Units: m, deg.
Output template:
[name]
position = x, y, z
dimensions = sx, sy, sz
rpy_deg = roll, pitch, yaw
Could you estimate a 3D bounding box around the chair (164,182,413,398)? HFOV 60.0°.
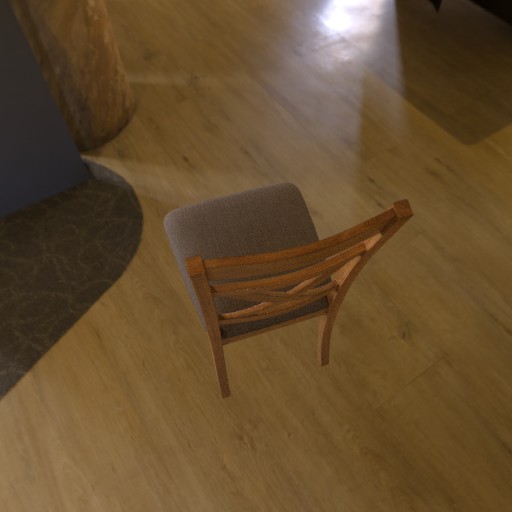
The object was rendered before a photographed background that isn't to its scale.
[chair]
position = 0.000, 0.000, 1.287
dimensions = 0.470, 0.949, 0.581
rpy_deg = -15, 60, -9
